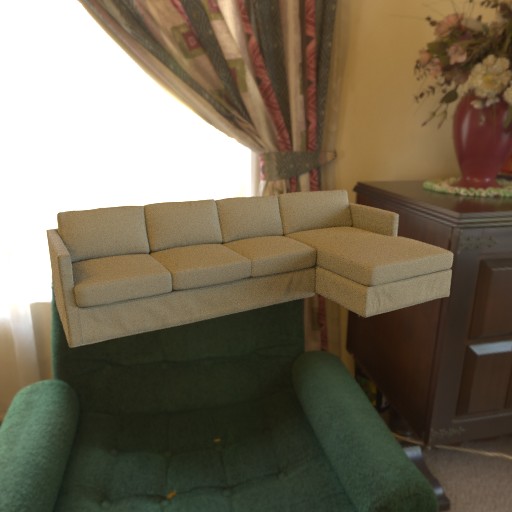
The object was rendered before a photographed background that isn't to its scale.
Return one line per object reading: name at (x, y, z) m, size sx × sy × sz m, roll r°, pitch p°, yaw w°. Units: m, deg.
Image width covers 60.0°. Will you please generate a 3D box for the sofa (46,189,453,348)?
sofa at (0.000, 0.000, 3.871) m, size 3.177 × 0.867 × 1.622 m, roll -9°, pitch 18°, yaw -28°
